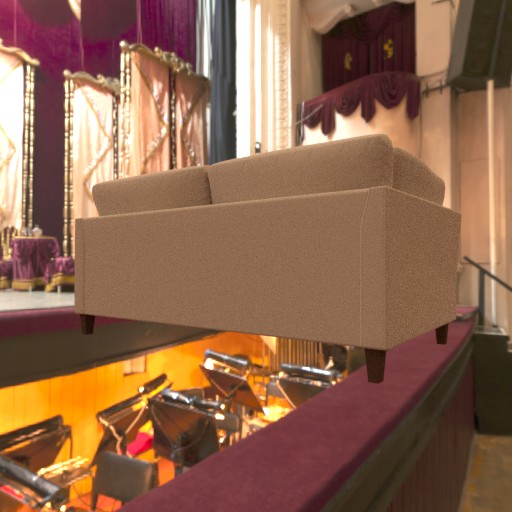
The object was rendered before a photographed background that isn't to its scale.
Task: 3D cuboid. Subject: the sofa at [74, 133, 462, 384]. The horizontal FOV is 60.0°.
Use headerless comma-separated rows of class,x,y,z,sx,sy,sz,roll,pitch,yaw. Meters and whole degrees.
sofa,0.000,0.000,2.269,1.776,0.836,0.970,-1,-1,36
